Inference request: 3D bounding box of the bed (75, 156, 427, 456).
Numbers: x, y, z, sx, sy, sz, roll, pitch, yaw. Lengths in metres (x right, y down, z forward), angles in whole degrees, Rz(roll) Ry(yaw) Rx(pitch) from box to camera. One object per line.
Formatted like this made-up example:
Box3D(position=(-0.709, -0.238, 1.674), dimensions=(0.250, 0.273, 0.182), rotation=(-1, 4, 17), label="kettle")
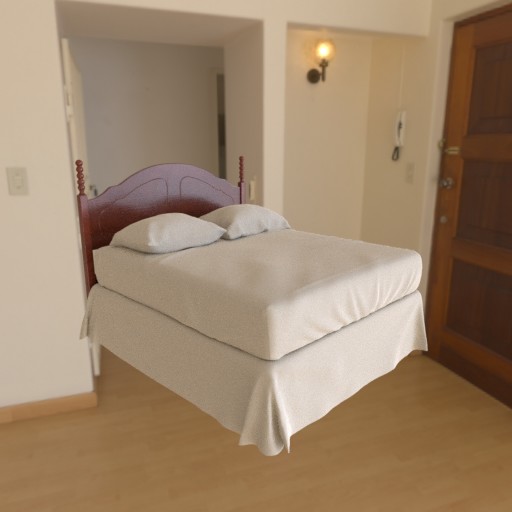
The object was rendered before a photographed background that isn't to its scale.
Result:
Box3D(position=(0.000, 0.000, 3.206), dimensions=(2.040, 1.356, 1.873), rotation=(14, 19, 43), label="bed")
